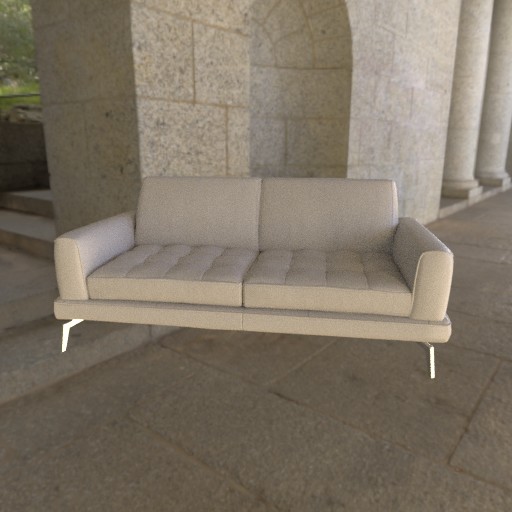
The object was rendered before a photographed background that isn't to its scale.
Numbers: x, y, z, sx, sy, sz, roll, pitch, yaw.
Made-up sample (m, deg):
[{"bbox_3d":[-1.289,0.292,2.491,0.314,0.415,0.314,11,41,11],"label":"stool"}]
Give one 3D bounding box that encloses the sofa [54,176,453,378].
[{"bbox_3d":[0.000,0.000,2.796,2.177,0.930,1.121,2,15,9],"label":"sofa"}]
